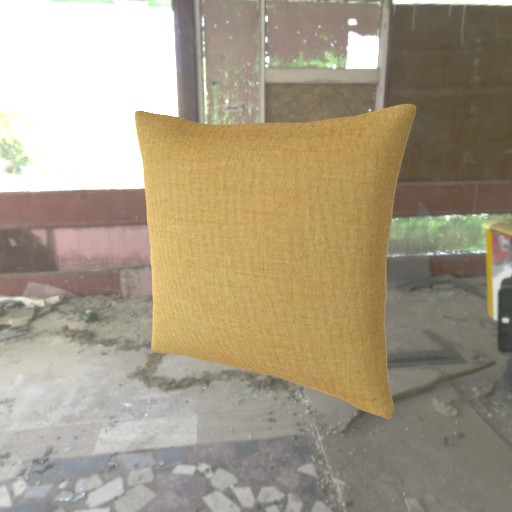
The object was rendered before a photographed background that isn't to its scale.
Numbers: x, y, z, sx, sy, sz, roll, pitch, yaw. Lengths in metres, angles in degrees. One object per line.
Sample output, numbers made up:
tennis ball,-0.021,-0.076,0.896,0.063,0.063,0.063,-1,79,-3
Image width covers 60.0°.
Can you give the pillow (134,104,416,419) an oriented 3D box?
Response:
pillow,0.000,0.000,0.639,0.419,0.407,0.173,8,18,27
